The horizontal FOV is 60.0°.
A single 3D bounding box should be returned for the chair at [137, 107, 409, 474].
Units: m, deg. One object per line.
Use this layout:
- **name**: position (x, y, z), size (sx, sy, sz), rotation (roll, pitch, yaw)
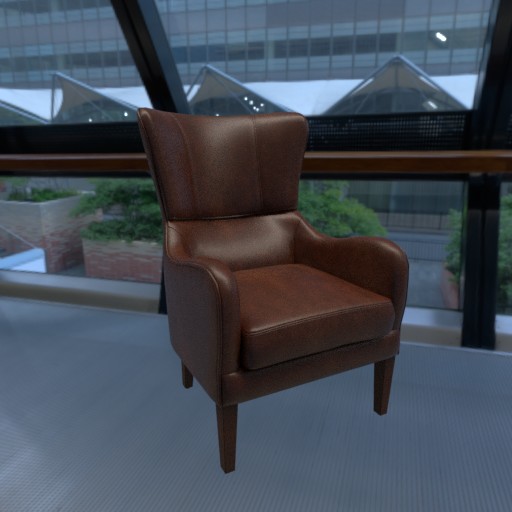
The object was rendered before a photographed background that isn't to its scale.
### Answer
- **chair**: position (0.000, 0.000, 1.623), size (0.692, 1.048, 0.914), rotation (-8, 17, -27)
